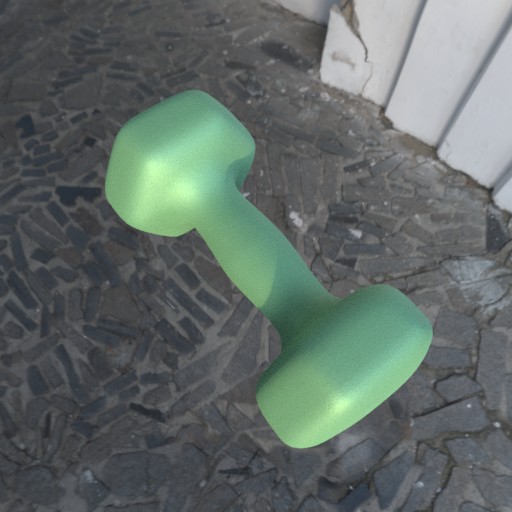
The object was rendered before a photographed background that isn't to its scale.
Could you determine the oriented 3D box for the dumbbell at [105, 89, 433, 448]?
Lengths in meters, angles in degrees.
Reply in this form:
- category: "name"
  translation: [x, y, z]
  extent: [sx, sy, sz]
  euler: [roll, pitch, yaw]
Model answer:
- category: "dumbbell"
  translation: [0.000, 0.000, 0.326]
  extent: [0.129, 0.117, 0.260]
  euler: [-34, 69, -15]
